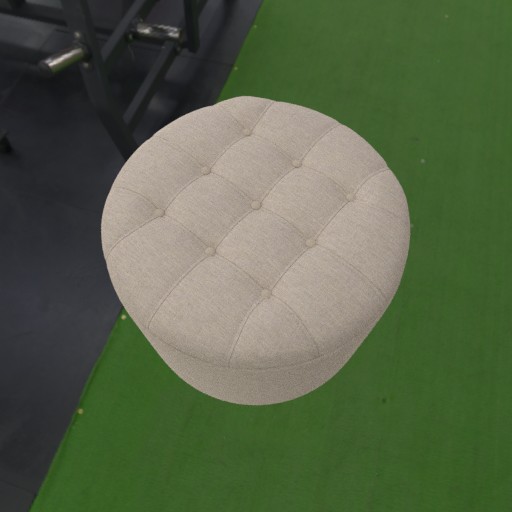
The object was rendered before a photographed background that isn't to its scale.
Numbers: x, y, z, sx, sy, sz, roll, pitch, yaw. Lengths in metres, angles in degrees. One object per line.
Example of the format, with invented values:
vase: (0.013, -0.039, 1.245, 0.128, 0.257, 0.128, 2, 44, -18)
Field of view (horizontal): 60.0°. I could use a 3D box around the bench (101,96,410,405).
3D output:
bench: (0.000, 0.000, 1.017, 0.600, 0.454, 0.600, 0, 63, 0)
